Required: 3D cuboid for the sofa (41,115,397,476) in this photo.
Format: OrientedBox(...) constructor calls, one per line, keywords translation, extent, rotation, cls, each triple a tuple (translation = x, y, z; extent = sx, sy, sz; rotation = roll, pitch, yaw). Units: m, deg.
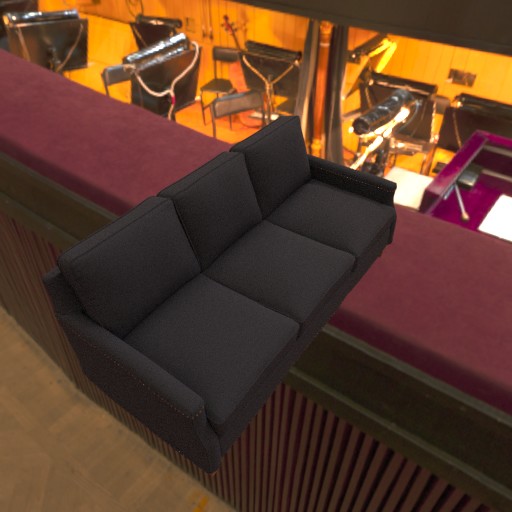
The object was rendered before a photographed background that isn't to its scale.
OrientedBox(translation=(0.000, 0.000, 2.823), extent=(1.084, 1.003, 2.246), rotation=(25, 47, 26), cls="sofa")
